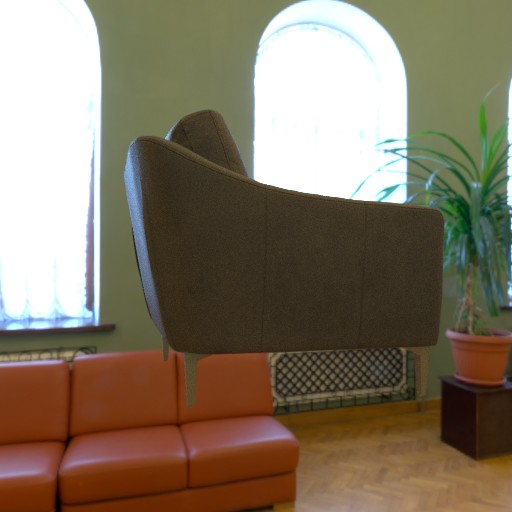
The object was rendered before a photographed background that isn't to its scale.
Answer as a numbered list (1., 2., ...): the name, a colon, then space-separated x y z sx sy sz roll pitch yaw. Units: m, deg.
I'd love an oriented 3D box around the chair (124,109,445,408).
1. chair: 0.000 0.000 1.706 0.961 0.901 0.988 0 0 -18
